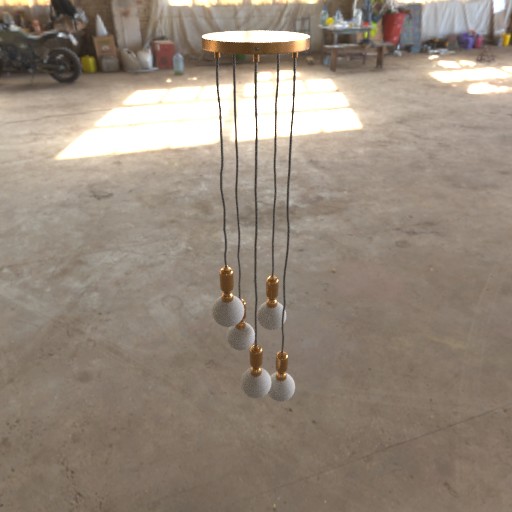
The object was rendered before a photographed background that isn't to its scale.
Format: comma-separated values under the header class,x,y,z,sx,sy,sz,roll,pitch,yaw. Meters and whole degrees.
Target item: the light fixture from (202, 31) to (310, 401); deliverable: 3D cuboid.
class,x,y,z,sx,sy,sz,roll,pitch,yaw
light fixture,0.000,0.000,0.512,0.108,0.457,0.105,0,32,0
